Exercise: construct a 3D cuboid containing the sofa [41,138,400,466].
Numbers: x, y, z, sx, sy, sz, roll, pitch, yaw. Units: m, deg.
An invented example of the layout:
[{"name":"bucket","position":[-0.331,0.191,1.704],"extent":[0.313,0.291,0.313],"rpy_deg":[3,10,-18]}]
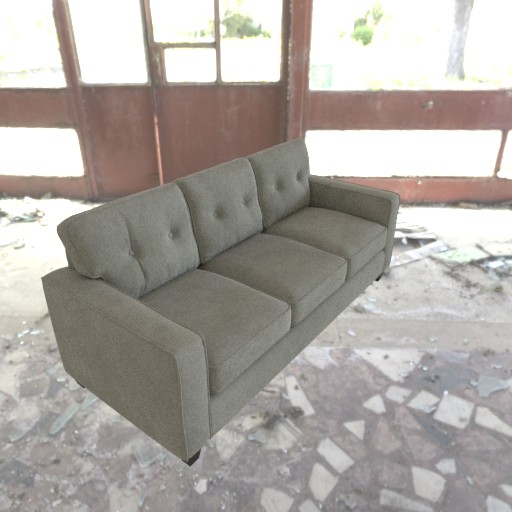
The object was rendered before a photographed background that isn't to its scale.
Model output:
[{"name":"sofa","position":[0.000,0.000,2.624],"extent":[0.939,0.965,2.133],"rpy_deg":[20,34,33]}]
